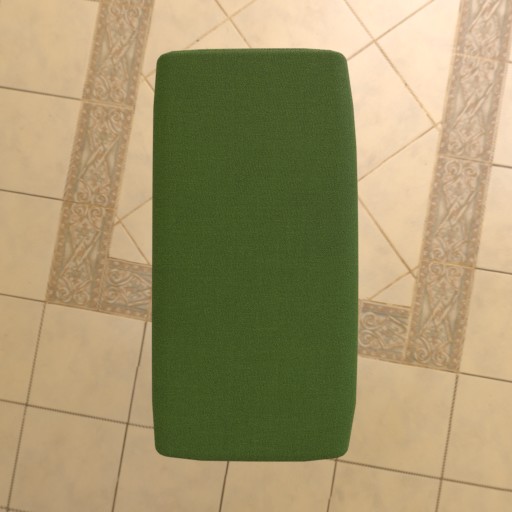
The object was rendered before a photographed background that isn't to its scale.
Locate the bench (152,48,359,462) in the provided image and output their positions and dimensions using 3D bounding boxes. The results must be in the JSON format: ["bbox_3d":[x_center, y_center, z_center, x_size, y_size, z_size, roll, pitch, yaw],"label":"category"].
[{"bbox_3d":[0.000,0.000,1.276,0.505,0.501,0.989,0,89,1],"label":"bench"}]
